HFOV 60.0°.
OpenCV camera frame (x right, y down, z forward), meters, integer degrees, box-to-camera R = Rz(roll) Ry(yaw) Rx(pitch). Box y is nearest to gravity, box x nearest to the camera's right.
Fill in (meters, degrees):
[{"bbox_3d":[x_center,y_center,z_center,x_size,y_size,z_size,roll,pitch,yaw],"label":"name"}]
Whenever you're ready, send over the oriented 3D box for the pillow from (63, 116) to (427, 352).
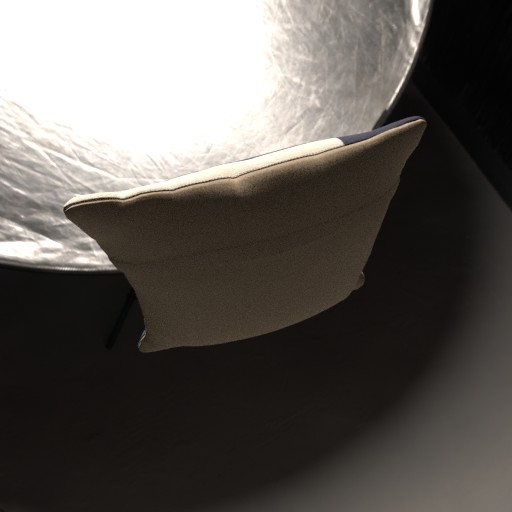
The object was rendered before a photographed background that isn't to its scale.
[{"bbox_3d":[0.000,0.000,0.795,0.536,0.506,0.229,-16,60,-10],"label":"pillow"}]
